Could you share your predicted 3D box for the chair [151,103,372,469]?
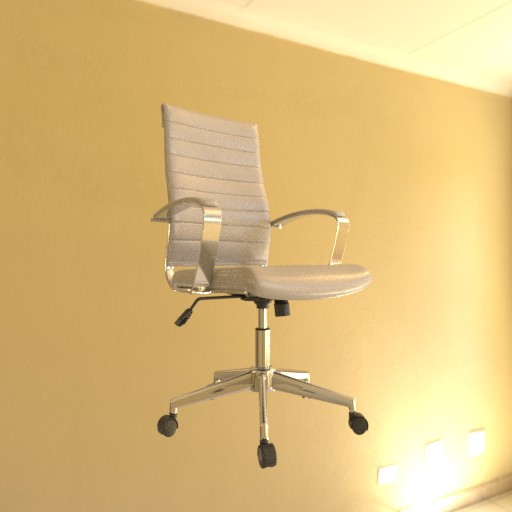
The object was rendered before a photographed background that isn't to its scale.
[{"bbox_3d":[0.000,0.000,1.560,0.679,1.149,0.667,0,0,-37],"label":"chair"}]
